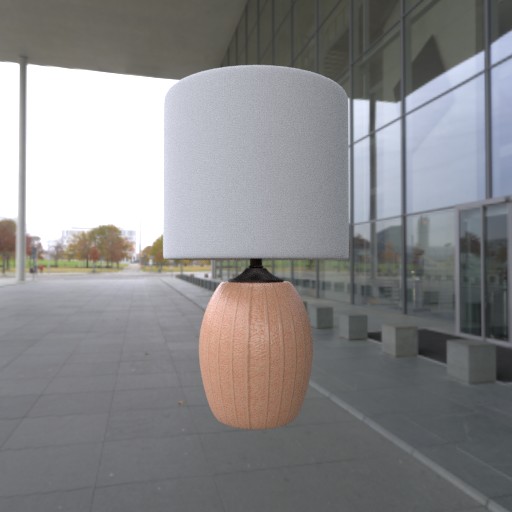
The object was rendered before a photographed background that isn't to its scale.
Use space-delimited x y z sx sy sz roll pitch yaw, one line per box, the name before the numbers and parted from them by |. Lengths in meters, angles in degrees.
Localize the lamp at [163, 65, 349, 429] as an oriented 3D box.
lamp | 0.000 0.000 0.800 0.329 0.570 0.329 0 -1 0
